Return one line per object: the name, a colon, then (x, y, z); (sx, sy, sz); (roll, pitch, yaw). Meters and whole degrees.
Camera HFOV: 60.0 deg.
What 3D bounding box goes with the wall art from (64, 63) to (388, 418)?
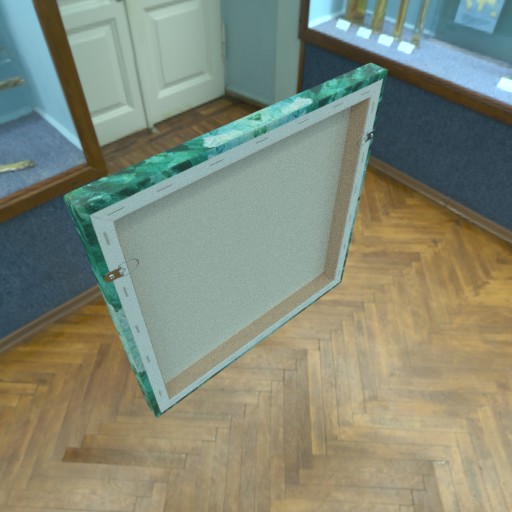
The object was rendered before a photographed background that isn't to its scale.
wall art: (0.000, 0.000, 0.756); (0.507, 0.508, 0.038); (-32, 54, -26)
